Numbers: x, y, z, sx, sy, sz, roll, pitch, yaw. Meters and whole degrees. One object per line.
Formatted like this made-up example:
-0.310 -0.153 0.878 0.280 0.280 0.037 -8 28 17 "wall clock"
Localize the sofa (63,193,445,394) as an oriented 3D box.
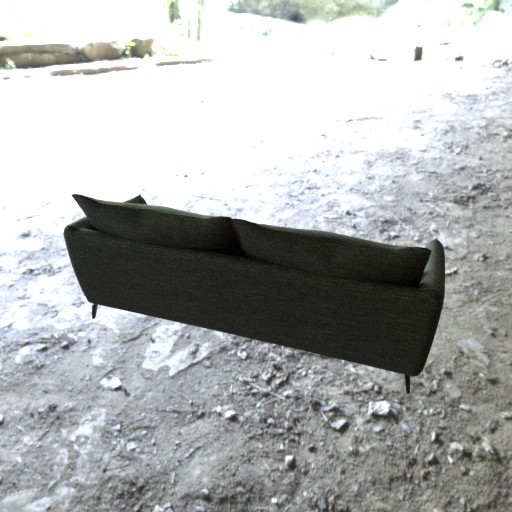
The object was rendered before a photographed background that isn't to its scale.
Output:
0.000 0.000 2.489 2.019 0.843 0.807 10 34 15 "sofa"
